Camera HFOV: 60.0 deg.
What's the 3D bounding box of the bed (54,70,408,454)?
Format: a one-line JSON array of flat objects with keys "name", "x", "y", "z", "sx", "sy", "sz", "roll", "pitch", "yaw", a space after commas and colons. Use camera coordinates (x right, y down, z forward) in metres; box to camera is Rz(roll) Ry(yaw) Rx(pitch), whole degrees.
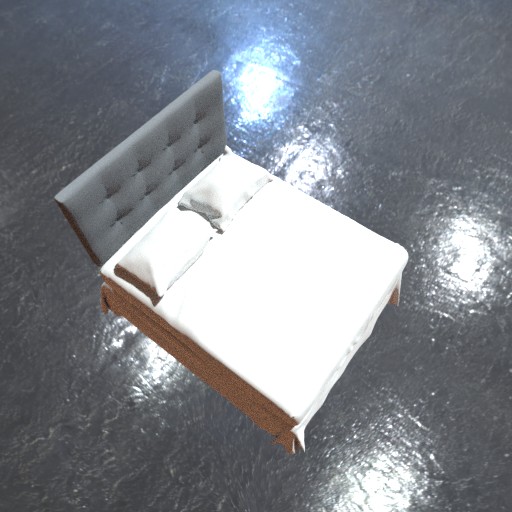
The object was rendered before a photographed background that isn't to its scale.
[{"name": "bed", "x": 0.000, "y": 0.000, "z": 3.525, "sx": 2.222, "sy": 1.577, "sz": 1.936, "roll": 33, "pitch": 64, "yaw": 18}]
